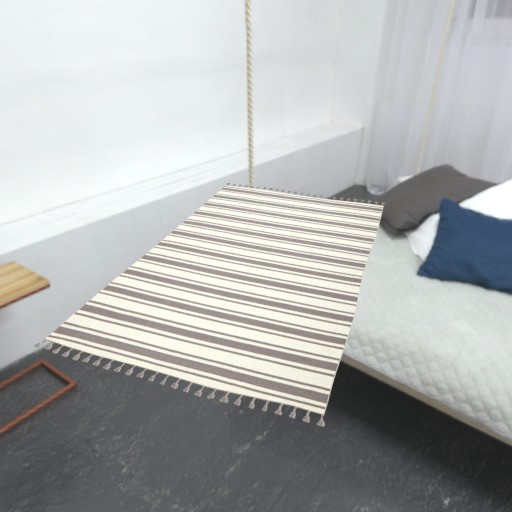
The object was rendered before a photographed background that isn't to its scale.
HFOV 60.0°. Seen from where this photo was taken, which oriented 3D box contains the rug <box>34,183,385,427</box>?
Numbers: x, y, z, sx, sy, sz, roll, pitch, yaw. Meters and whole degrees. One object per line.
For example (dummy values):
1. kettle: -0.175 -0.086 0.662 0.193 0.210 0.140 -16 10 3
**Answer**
1. rug: 0.000 0.000 2.517 1.229 0.011 2.096 10 31 17
